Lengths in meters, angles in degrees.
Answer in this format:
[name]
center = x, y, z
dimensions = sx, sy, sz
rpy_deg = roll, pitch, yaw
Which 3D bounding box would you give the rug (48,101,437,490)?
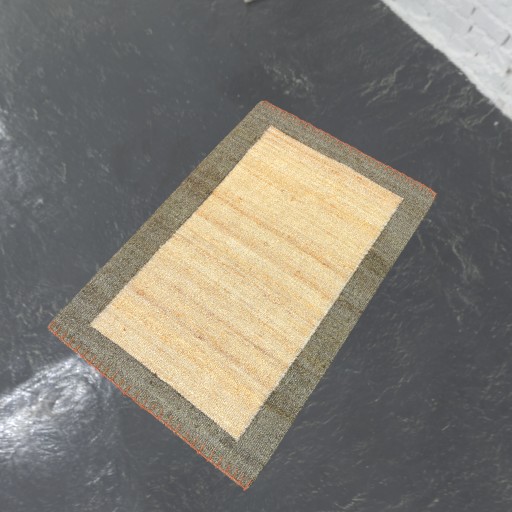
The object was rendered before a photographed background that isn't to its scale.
[rug]
center = 0.000, 0.000, 2.318
dimensions = 1.220, 0.019, 1.838
rpy_deg = 33, 69, 15
